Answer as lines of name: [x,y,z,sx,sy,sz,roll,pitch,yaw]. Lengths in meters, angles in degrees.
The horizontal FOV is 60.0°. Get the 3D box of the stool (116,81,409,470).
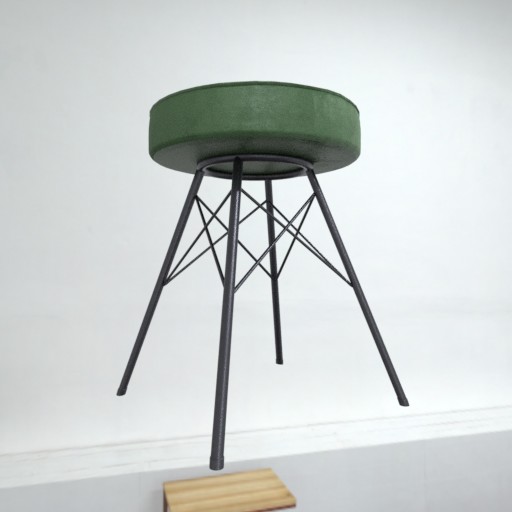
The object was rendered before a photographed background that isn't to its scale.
stool: [0.000,0.000,0.921,0.457,0.595,0.430,0,1,-36]
